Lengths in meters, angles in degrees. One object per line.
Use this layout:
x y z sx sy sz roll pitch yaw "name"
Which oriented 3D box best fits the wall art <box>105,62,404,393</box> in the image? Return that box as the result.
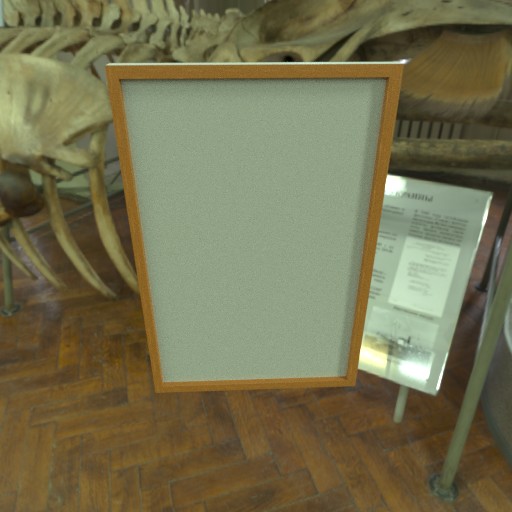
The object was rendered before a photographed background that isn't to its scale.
0.000 0.000 0.758 0.405 0.608 0.025 -1 30 -2 "wall art"
